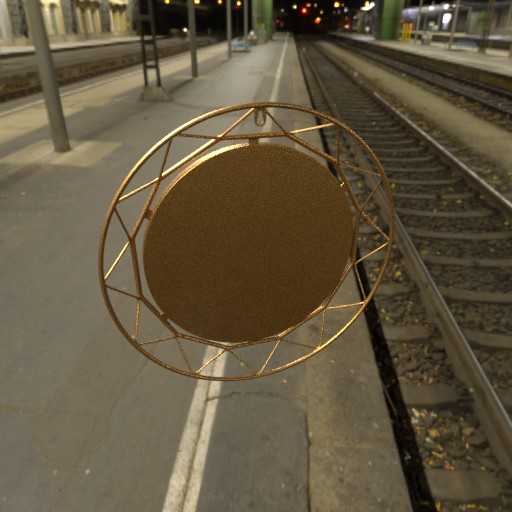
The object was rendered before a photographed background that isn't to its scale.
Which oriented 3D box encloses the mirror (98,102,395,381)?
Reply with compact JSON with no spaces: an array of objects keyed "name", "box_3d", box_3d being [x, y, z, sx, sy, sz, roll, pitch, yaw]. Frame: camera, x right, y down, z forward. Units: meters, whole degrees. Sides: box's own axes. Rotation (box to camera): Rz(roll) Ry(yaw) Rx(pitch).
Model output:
[{"name":"mirror","box_3d":[0.000,0.000,0.676,0.454,0.454,0.043,-8,29,-15]}]
